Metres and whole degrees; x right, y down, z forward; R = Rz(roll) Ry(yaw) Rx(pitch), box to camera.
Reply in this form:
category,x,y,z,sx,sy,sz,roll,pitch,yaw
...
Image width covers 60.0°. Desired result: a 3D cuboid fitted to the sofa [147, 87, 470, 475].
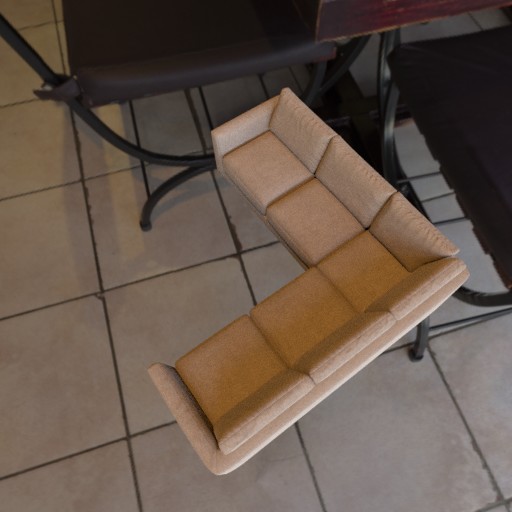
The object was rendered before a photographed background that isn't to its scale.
category,x,y,z,sx,sy,sz,roll,pitch,yaw
sofa,0.000,0.000,3.738,2.438,0.864,2.438,-33,68,-16
